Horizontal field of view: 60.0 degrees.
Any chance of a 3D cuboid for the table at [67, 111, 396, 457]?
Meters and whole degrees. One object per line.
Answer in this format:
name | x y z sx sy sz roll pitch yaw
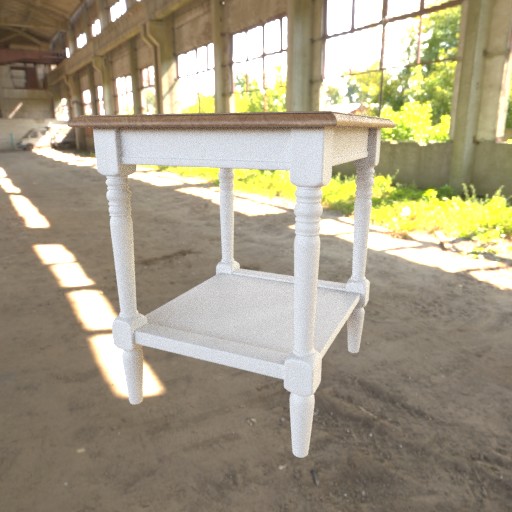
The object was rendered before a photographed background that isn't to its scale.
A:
table | 0.000 0.000 0.940 0.457 0.561 0.508 7 17 24
